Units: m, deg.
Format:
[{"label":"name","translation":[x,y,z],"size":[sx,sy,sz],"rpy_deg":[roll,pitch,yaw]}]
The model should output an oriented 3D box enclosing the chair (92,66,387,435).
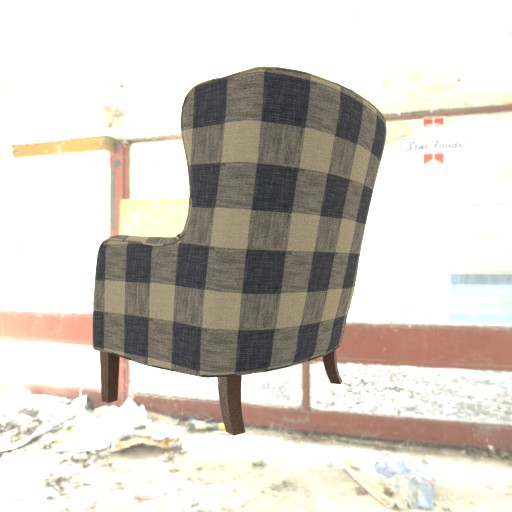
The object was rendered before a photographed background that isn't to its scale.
[{"label":"chair","translation":[0.000,0.000,1.672],"size":[0.889,1.041,0.830],"rpy_deg":[-1,-1,36]}]
